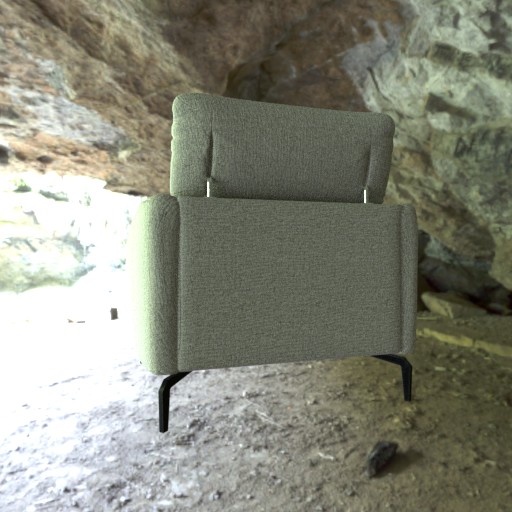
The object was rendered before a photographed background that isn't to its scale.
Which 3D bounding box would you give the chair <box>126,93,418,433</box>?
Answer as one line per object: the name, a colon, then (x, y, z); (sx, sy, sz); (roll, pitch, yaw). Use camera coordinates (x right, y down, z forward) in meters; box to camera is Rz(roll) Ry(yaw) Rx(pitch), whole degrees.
chair: (0.000, 0.000, 1.739); (0.972, 0.967, 0.835); (0, 1, -18)
